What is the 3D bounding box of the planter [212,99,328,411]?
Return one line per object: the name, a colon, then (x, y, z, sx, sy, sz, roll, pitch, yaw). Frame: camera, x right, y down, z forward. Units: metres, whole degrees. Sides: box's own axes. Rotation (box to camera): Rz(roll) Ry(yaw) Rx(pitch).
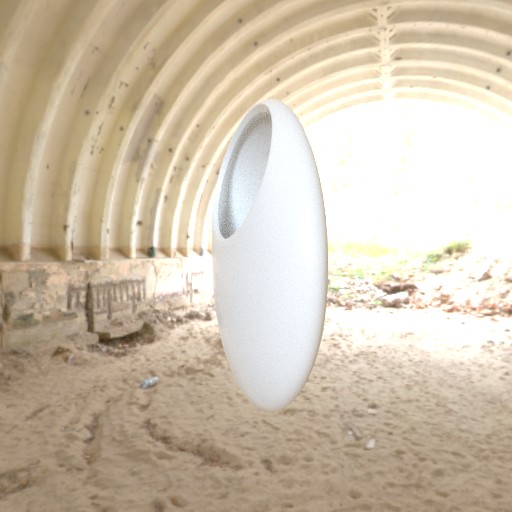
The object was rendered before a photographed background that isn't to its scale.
planter: (0.000, 0.000, 0.282, 0.043, 0.188, 0.185, 0, 0, -17)
